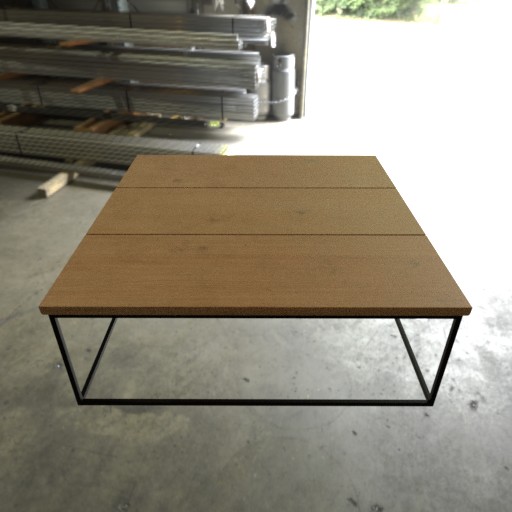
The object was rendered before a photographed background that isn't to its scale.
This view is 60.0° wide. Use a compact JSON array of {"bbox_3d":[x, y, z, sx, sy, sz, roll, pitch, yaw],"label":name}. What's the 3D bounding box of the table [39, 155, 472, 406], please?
[{"bbox_3d":[0.000,0.000,1.693,1.100,0.400,1.100,0,33,0],"label":"table"}]
